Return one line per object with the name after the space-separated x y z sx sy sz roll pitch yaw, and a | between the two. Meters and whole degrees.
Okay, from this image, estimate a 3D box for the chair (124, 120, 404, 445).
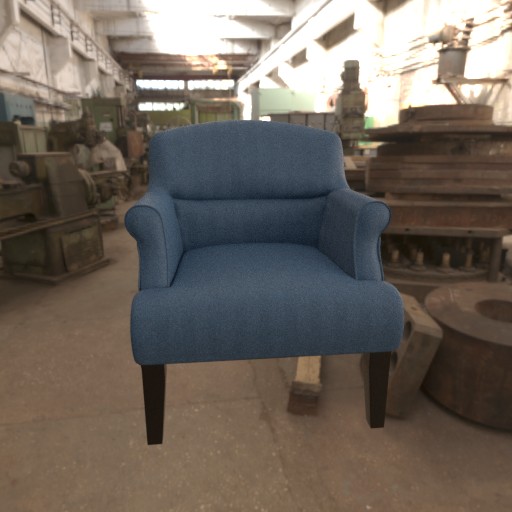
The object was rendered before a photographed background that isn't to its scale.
0.000 0.000 1.464 0.770 0.878 0.754 -2 16 -6 | chair
